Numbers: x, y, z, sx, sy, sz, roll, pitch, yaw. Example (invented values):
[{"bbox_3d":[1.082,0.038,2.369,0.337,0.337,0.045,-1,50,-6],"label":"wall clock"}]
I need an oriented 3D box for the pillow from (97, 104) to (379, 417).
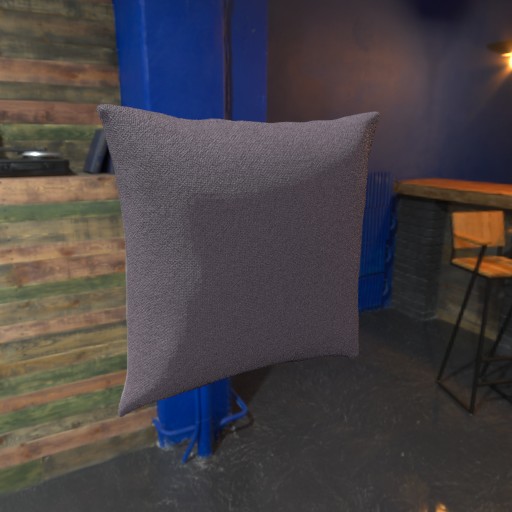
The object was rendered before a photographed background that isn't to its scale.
[{"bbox_3d":[0.000,0.000,0.691,0.452,0.439,0.204,-8,17,-26],"label":"pillow"}]
